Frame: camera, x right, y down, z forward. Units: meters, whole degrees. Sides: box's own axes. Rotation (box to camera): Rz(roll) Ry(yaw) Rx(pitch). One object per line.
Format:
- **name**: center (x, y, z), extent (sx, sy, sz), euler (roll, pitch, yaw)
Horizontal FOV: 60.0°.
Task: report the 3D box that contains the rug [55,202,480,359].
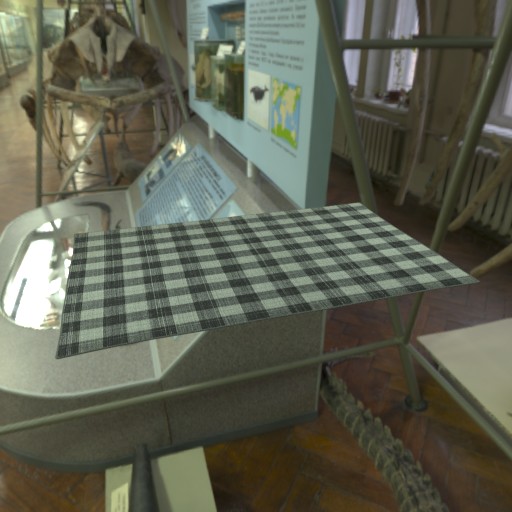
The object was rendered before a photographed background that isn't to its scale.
- **rug**: center (0.000, 0.000, 3.097), extent (2.476, 0.011, 1.554), euler (-8, 27, -15)
